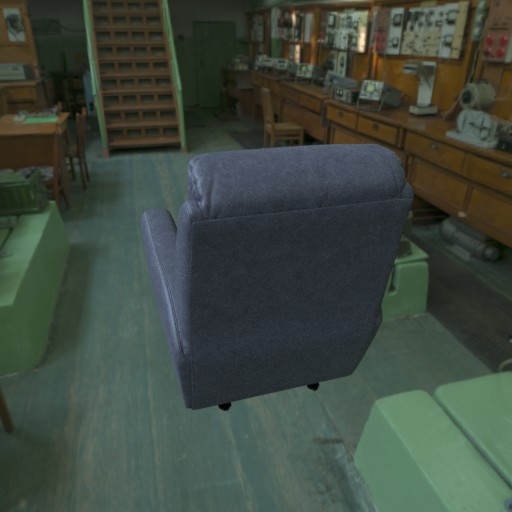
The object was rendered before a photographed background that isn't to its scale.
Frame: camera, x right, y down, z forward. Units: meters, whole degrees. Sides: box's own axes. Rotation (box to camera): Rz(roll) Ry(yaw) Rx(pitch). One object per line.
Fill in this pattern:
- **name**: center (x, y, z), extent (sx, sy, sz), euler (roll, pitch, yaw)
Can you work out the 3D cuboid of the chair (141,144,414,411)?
- **chair**: center (0.000, 0.000, 1.819), extent (0.865, 1.067, 1.067), euler (-8, 28, -15)
